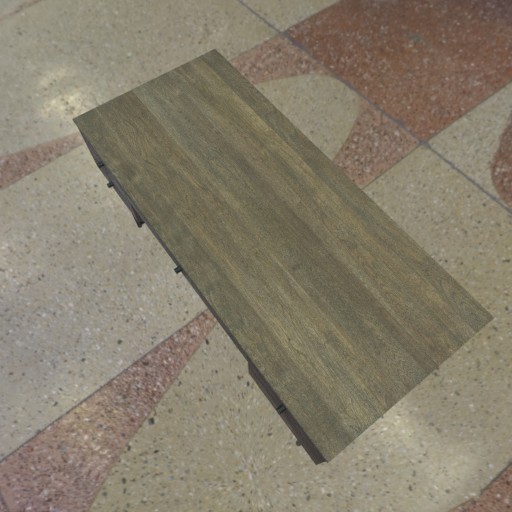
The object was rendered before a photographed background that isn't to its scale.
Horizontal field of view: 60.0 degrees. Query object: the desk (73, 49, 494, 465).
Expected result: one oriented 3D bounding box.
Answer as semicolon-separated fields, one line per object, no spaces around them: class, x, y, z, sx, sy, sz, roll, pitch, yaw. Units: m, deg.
desk;0.000;0.000;1.972;0.730;0.780;1.600;-34;68;-16
